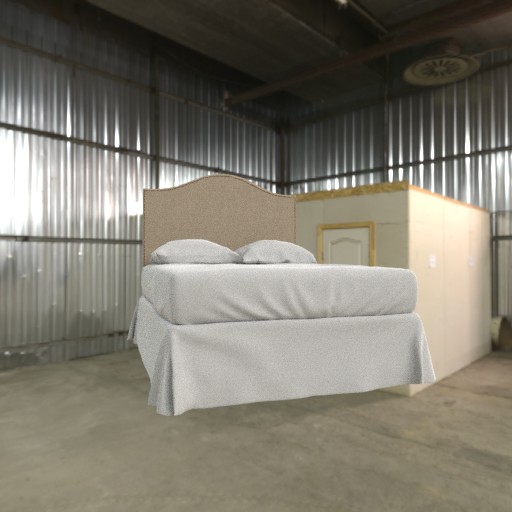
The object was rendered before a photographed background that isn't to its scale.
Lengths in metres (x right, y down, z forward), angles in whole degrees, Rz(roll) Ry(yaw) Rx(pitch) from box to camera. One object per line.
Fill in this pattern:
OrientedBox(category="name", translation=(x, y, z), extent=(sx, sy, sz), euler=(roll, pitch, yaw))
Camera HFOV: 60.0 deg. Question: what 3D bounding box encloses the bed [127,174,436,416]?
OrientedBox(category="bed", translation=(0.000, 0.000, 3.540), extent=(1.876, 1.645, 2.221), euler=(0, 0, -19))
